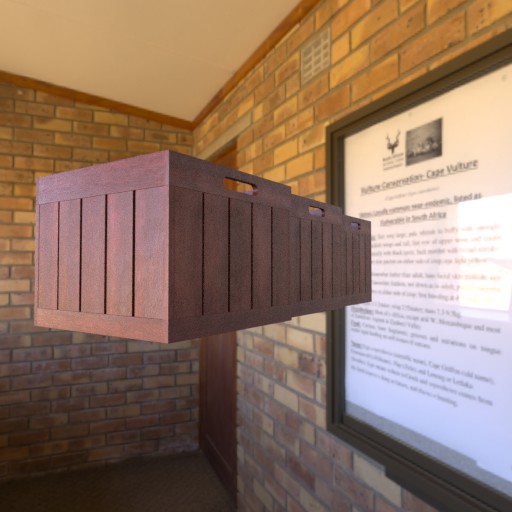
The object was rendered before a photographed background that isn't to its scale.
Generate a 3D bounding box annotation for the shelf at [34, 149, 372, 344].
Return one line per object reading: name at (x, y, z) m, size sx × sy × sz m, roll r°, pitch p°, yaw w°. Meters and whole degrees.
shelf at (0.000, 0.000, 1.257) m, size 0.393 × 0.311 × 1.064 m, roll -1°, pitch -2°, yaw 35°
